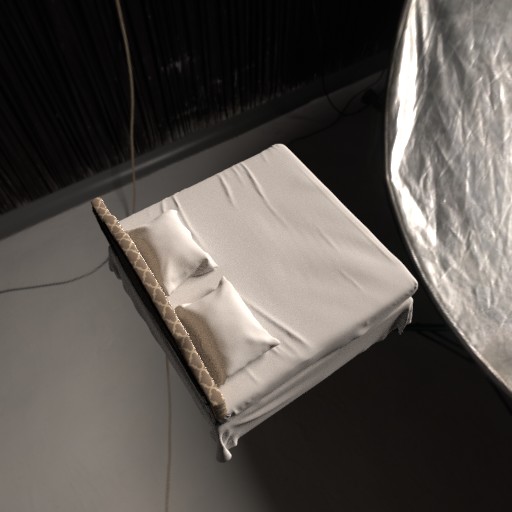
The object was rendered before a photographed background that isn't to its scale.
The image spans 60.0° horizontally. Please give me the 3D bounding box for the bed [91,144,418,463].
[{"bbox_3d":[0.000,0.000,3.825,2.222,1.601,2.314,-29,62,-17],"label":"bed"}]
